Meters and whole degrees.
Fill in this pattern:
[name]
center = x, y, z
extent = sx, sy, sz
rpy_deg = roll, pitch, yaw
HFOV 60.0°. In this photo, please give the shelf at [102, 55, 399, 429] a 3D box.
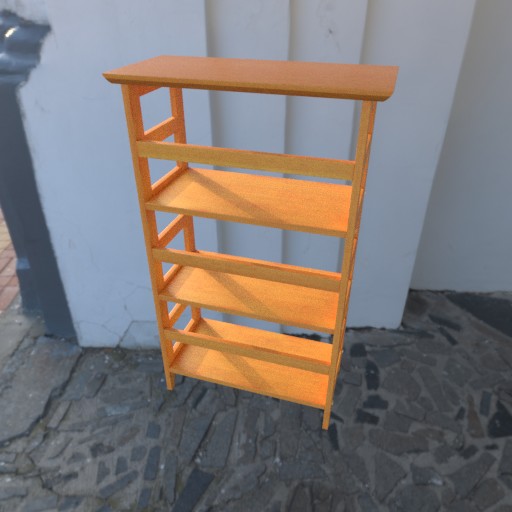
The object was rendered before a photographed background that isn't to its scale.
[shelf]
center = 0.000, 0.000, 1.358
extent = 0.660, 1.067, 0.305
rpy_deg = 9, 33, 14
